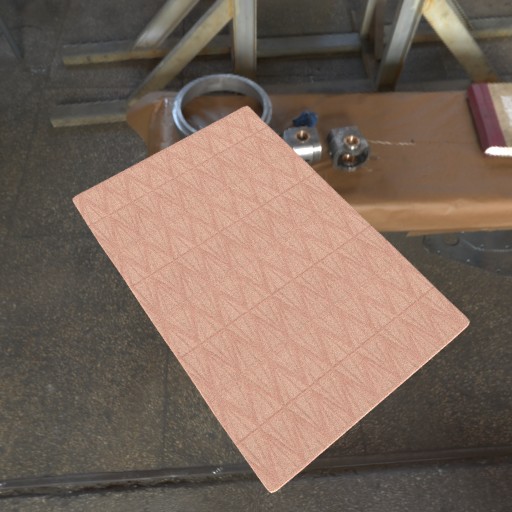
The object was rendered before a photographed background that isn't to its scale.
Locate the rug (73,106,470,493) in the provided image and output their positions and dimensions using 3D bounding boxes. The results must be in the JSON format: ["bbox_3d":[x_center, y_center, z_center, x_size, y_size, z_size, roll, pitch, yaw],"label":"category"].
[{"bbox_3d":[0.000,0.000,3.009,1.609,0.015,2.390,-33,66,-17],"label":"rug"}]
